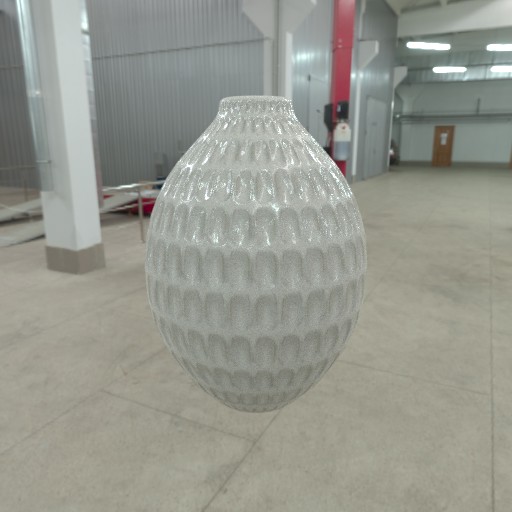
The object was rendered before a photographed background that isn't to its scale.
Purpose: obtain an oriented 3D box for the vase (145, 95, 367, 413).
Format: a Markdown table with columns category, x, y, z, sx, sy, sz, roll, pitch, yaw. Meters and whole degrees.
| category | x | y | z | sx | sy | sz | roll | pitch | yaw |
| --- | --- | --- | --- | --- | --- | --- | --- | --- | --- |
| vase | 0.000 | 0.000 | 0.331 | 0.162 | 0.223 | 0.162 | 0 | 15 | 0 |
